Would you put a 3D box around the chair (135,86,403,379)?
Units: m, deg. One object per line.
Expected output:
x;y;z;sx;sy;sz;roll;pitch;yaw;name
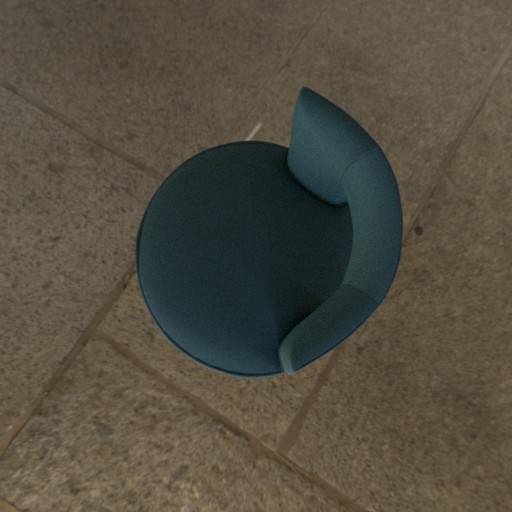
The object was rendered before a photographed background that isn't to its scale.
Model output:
0.000;0.000;1.279;0.660;0.711;0.684;3;75;1;chair
